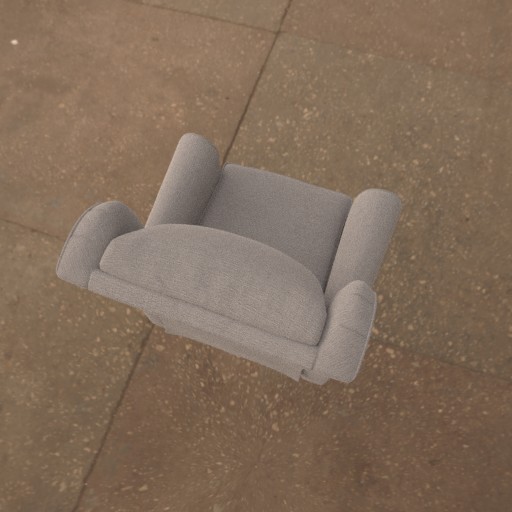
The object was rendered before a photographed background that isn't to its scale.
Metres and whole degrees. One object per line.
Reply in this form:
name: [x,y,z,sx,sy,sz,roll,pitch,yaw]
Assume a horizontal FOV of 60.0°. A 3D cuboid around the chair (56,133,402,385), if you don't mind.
chair: [0.000,0.000,1.630,0.906,0.966,0.854,18,66,9]
